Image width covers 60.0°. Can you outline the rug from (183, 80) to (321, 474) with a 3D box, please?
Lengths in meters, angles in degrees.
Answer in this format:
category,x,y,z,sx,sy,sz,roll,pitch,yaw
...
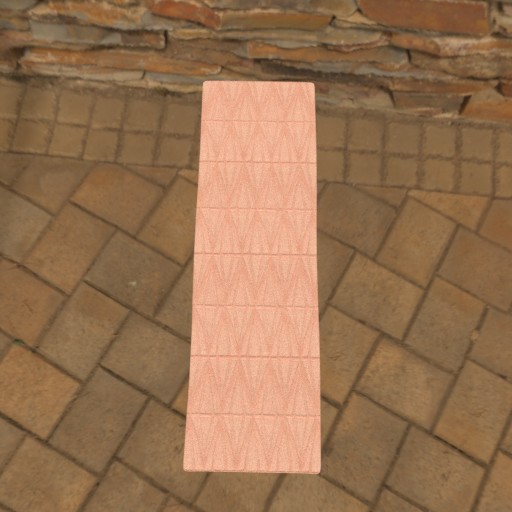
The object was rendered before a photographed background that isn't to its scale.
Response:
category,x,y,z,sx,sy,sz,roll,pitch,yaw
rug,0.000,0.000,2.709,0.760,0.015,2.435,1,76,0
